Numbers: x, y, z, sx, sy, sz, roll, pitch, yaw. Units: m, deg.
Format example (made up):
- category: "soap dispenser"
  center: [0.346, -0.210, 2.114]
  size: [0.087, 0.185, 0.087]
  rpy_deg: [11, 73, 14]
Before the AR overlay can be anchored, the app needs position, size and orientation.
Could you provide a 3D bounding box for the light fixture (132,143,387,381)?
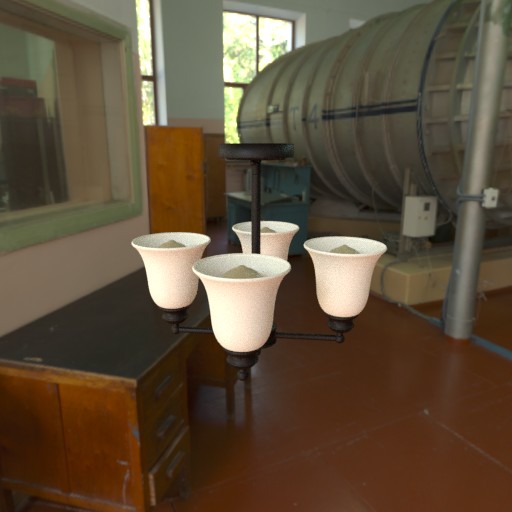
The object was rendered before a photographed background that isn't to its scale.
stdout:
- category: "light fixture"
  center: [0.000, 0.000, 1.879]
  size: [1.069, 0.925, 1.069]
  rpy_deg: [2, 14, 7]
